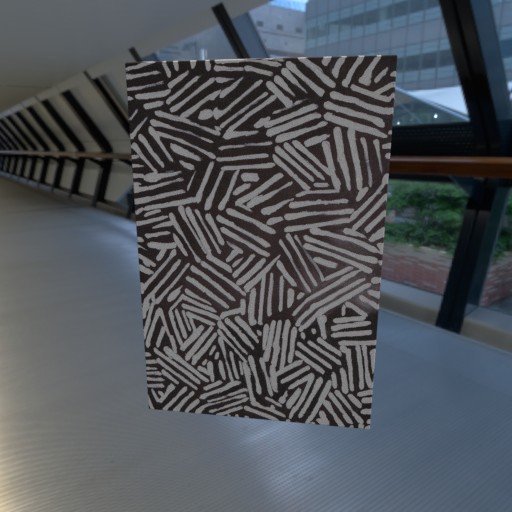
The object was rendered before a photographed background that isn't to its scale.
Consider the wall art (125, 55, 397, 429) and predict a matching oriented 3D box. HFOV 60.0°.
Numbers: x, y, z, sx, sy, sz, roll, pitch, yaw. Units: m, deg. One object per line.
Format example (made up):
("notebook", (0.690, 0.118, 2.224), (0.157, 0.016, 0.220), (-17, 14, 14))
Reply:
("wall art", (0.000, 0.000, 1.119), (0.615, 0.918, 0.035), (2, 15, 8))
